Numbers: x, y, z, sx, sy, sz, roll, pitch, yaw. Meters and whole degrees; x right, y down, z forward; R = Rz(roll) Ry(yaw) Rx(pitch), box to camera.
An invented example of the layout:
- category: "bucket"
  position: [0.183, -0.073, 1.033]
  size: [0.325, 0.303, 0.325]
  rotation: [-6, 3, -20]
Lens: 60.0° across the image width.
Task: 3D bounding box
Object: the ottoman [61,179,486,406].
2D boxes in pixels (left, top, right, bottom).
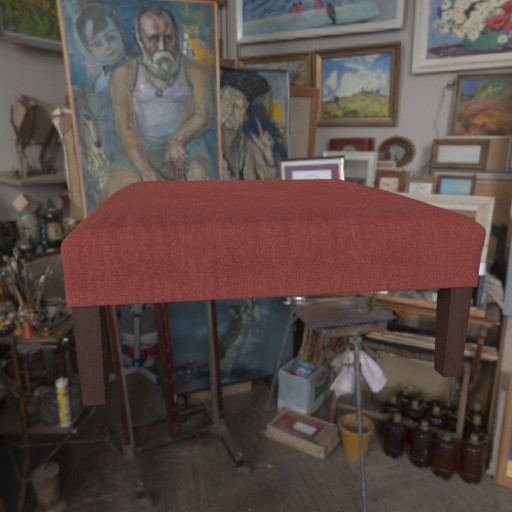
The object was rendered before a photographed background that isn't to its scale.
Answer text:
- category: "ottoman"
  position: [0.000, 0.000, 1.365]
  size: [0.889, 0.411, 0.890]
  rotation: [-2, 15, -8]
